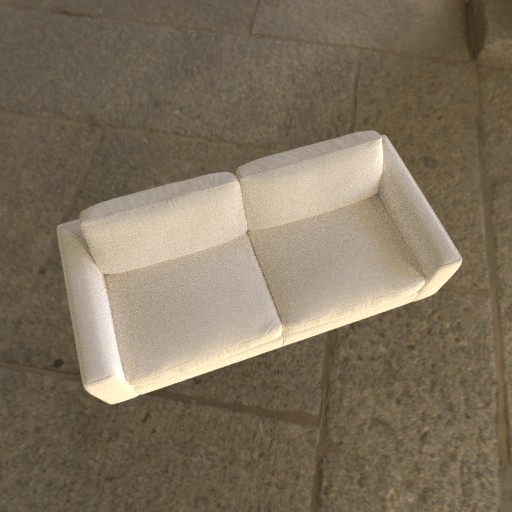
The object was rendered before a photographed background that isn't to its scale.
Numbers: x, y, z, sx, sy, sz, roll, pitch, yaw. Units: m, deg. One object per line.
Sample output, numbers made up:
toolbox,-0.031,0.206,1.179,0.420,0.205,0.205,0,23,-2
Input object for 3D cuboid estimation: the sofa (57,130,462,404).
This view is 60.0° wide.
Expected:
sofa,0.000,0.000,2.782,2.262,0.801,1.070,-17,64,-8
